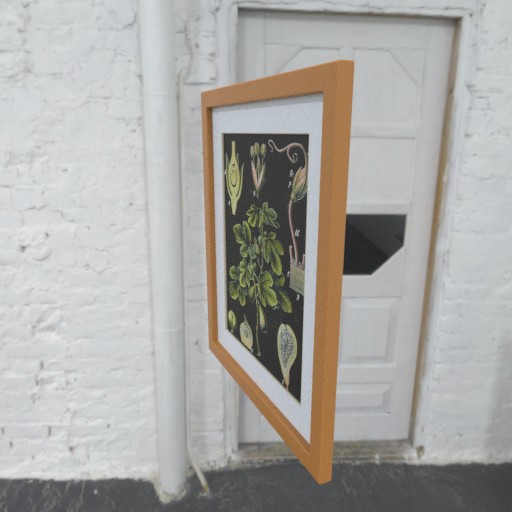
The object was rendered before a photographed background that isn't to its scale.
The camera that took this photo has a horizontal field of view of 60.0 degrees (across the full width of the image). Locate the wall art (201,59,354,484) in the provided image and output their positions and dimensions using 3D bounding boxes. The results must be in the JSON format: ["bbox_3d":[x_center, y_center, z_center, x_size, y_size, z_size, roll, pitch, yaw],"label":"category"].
[{"bbox_3d":[0.000,0.000,0.748,0.022,0.553,0.452,-7,17,-25],"label":"wall art"}]
